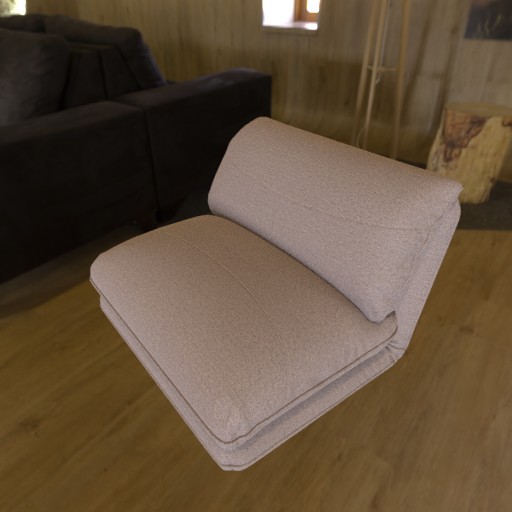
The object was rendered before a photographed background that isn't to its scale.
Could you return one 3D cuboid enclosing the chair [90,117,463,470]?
[{"bbox_3d":[0.000,0.000,1.301,0.780,0.580,0.820,-22,38,-31],"label":"chair"}]
